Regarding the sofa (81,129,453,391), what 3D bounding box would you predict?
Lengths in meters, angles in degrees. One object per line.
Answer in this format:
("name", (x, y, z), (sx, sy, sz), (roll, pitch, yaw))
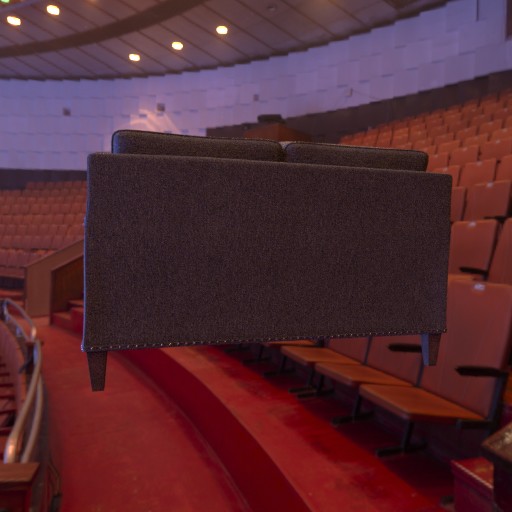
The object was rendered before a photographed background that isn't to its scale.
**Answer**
("sofa", (0.000, 0.000, 2.241), (1.597, 1.003, 1.084), (0, 0, -15))
